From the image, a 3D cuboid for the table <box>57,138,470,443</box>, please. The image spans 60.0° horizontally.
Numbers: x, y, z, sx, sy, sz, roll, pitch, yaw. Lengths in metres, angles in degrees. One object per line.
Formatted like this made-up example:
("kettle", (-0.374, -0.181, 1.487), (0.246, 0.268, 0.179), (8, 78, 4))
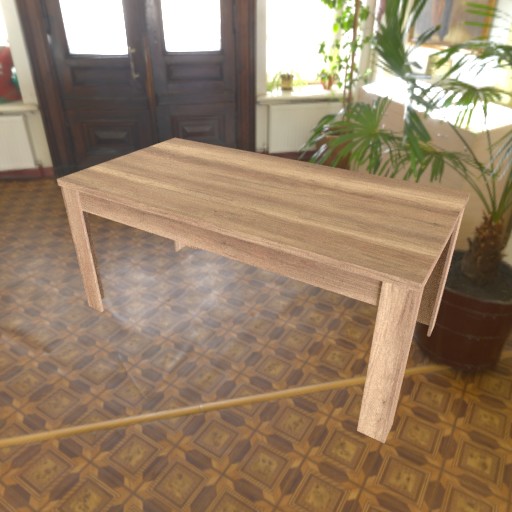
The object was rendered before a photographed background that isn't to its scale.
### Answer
("table", (0.000, 0.000, 2.348), (1.800, 0.790, 0.900), (17, 34, 27))
